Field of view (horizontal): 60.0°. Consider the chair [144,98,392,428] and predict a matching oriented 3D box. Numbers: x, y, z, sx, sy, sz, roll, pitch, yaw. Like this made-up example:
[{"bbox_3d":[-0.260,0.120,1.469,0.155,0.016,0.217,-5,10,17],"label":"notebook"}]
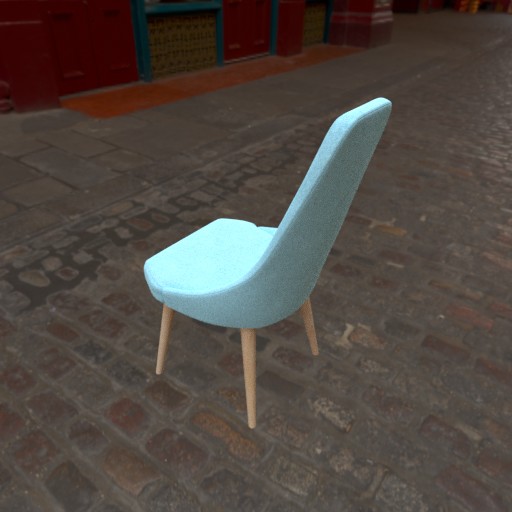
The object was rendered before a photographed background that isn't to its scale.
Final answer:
[{"bbox_3d":[0.000,0.000,1.419,0.660,1.040,0.510,22,39,30],"label":"chair"}]
